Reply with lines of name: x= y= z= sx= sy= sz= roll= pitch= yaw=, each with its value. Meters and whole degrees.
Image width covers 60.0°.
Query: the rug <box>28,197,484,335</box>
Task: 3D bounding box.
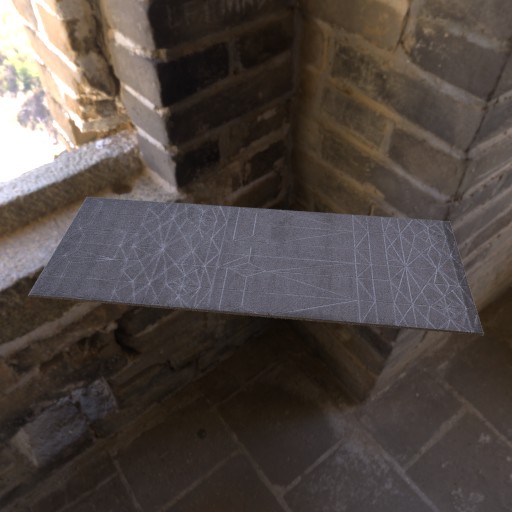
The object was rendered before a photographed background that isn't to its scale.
rug: x=0.000 y=0.000 z=2.607 sx=2.388 sy=0.012 sz=0.864 roll=4 pitch=46 yaw=4
